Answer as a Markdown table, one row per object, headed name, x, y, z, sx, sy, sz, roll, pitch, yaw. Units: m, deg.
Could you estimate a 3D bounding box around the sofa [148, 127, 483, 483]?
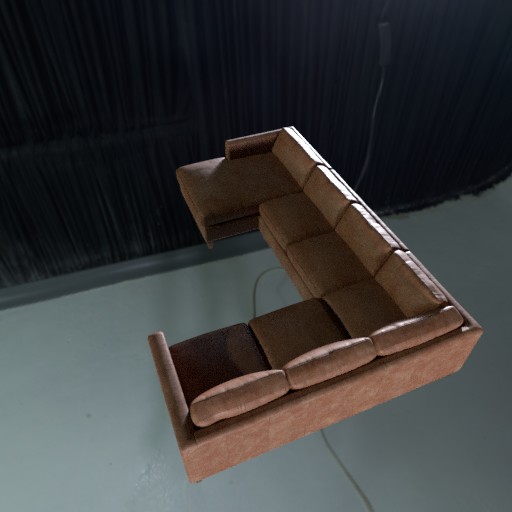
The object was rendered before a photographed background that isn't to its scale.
| name | x | y | z | sx | sy | sz | roll | pitch | yaw |
| --- | --- | --- | --- | --- | --- | --- | --- | --- | --- |
| sofa | 0.000 | 0.000 | 4.410 | 2.430 | 0.832 | 3.401 | -16 | 47 | -16 |
